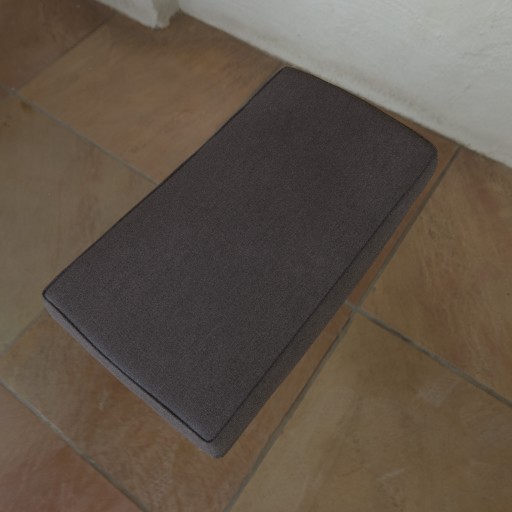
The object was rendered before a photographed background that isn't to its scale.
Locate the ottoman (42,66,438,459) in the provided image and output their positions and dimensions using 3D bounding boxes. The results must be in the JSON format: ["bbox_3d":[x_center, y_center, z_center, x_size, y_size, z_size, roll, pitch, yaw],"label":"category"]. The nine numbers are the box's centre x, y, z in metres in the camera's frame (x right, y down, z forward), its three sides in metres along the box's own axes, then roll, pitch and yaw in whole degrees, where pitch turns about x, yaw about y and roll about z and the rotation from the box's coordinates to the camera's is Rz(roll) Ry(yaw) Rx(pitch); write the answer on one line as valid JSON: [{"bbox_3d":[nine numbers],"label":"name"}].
[{"bbox_3d":[0.000,0.000,1.130,0.490,0.448,0.864,35,69,16],"label":"ottoman"}]
